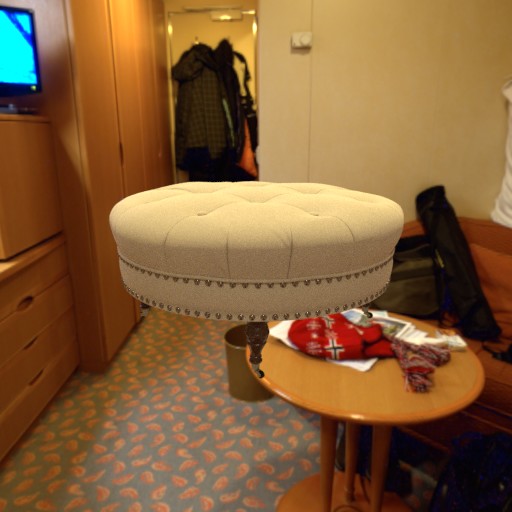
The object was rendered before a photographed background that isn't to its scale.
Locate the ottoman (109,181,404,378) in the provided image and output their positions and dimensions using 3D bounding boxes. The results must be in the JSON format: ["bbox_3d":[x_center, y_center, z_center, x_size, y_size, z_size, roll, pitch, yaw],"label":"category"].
[{"bbox_3d":[0.000,0.000,1.443,0.901,0.439,0.901,0,15,0],"label":"ottoman"}]
